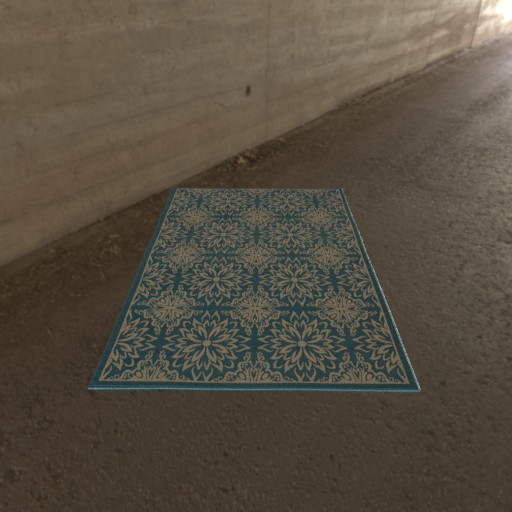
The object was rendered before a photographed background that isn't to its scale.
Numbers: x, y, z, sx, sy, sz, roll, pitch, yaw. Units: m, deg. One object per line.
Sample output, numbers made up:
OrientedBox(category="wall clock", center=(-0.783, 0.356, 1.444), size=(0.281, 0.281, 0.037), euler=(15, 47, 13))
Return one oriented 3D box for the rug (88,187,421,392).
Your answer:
OrientedBox(category="rug", center=(0.000, 0.000, 2.384), size=(1.211, 0.012, 1.833), euler=(0, 32, 0))
